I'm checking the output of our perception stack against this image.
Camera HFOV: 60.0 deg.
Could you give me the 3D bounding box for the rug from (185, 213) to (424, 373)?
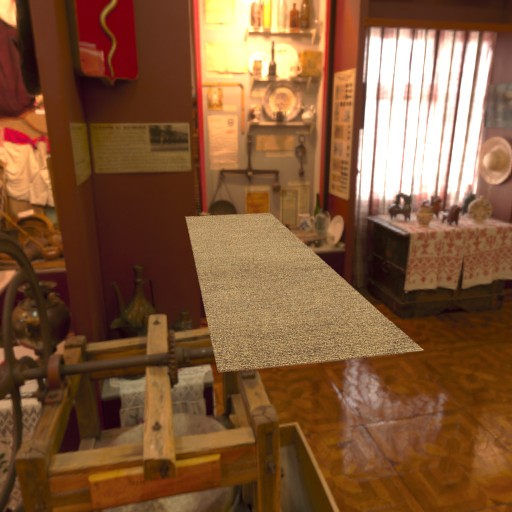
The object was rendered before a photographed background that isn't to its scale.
[{"bbox_3d":[0.000,0.000,2.516,0.697,0.013,2.335,-3,17,-11],"label":"rug"}]
